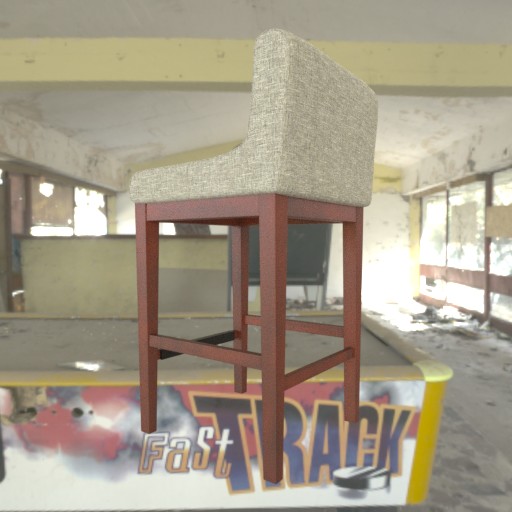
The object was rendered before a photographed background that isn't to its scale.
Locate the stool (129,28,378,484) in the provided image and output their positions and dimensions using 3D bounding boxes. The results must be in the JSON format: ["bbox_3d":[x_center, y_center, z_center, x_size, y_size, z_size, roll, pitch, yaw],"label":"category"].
[{"bbox_3d":[0.000,0.000,1.071,0.459,0.835,0.417,1,2,37],"label":"stool"}]
